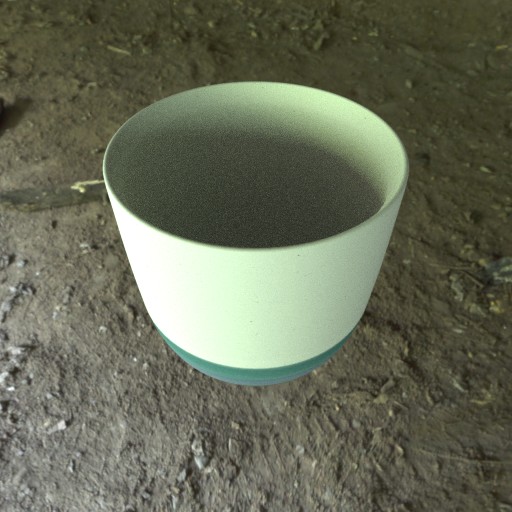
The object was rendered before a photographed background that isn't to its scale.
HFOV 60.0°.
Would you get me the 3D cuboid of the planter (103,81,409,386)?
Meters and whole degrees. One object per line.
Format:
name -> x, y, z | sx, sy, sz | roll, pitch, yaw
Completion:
planter -> 0.000, 0.000, 0.378 | 0.204, 0.214, 0.204 | 0, 46, 0
